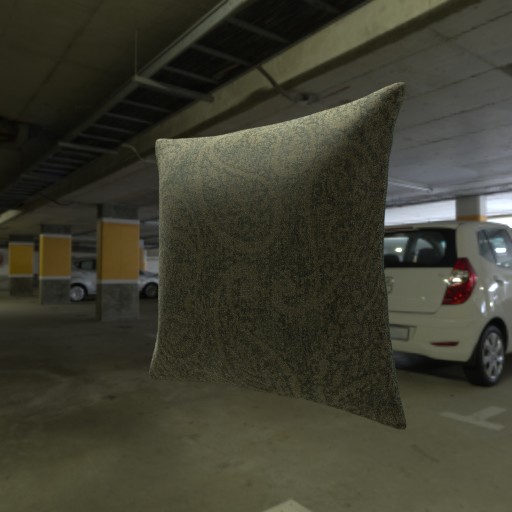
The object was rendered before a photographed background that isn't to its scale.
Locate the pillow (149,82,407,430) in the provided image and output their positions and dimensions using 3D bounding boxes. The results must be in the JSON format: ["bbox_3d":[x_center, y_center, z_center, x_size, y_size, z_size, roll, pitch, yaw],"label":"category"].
[{"bbox_3d":[0.000,0.000,0.791,0.526,0.507,0.166,-1,-2,34],"label":"pillow"}]
